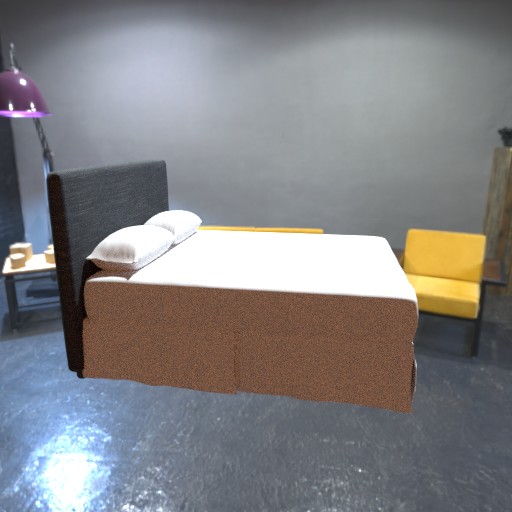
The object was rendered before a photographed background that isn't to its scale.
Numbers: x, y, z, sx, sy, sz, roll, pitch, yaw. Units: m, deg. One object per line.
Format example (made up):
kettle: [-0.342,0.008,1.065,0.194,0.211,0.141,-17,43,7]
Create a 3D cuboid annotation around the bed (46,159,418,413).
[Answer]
bed: [0.000,0.000,3.272,2.142,1.330,1.723,3,15,9]
